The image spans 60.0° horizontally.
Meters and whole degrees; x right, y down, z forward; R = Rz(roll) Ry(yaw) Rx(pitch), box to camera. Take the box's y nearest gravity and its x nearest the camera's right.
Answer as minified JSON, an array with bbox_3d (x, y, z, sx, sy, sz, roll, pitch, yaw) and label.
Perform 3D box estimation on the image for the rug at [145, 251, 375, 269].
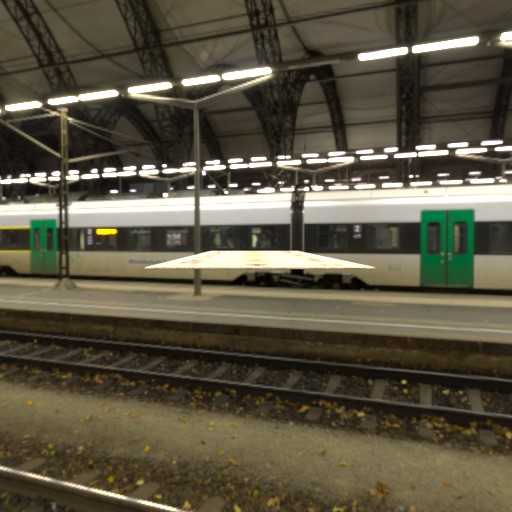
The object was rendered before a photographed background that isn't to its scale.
[{"bbox_3d":[0.000,0.000,2.683,0.766,0.008,2.432,0,2,-1],"label":"rug"}]
